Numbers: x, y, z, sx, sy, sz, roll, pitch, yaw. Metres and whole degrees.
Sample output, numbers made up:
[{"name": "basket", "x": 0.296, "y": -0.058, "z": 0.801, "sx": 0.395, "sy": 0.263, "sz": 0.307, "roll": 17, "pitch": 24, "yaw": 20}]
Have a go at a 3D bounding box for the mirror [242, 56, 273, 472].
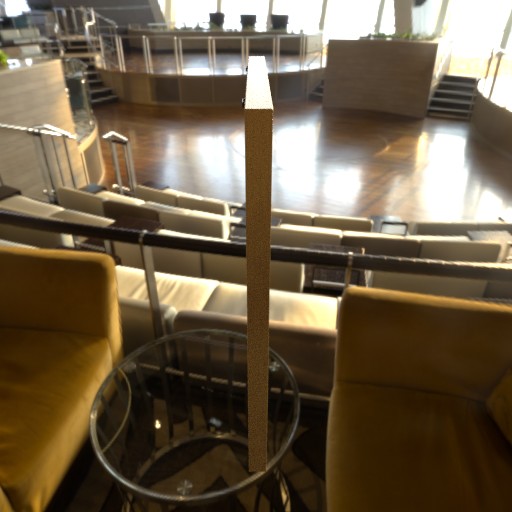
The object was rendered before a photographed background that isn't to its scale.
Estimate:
[{"name": "mirror", "x": 0.000, "y": 0.000, "z": 0.929, "sx": 0.039, "sy": 0.710, "sz": 0.507, "roll": 0, "pitch": 31, "yaw": 0}]
